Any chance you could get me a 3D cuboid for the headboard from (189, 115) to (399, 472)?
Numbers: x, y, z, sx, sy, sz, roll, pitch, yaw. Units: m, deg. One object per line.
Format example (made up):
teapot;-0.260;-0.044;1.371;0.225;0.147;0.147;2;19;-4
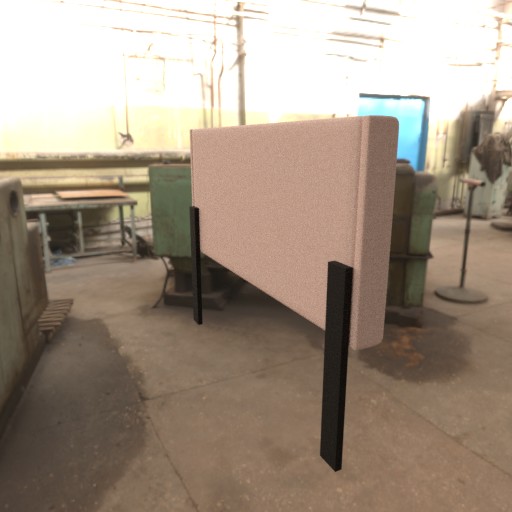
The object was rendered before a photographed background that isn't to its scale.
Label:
headboard;0.000;0.000;2.682;0.184;1.524;2.051;-7;16;-26
